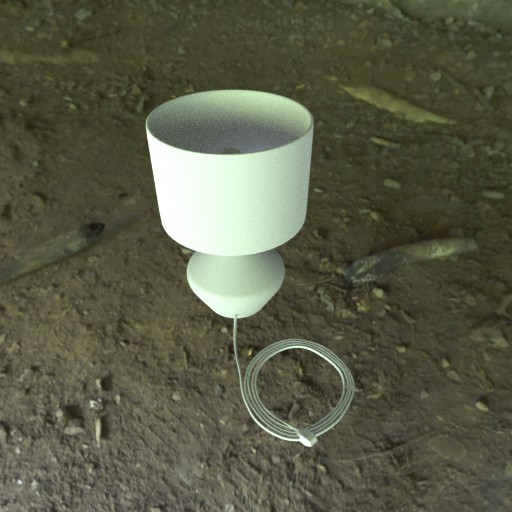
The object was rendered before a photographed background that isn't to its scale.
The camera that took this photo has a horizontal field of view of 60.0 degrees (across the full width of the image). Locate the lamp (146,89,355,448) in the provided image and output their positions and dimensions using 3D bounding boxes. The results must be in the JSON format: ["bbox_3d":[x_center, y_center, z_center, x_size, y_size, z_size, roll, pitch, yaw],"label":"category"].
[{"bbox_3d":[0.000,0.000,0.862,0.401,0.457,0.546,0,39,0],"label":"lamp"}]
